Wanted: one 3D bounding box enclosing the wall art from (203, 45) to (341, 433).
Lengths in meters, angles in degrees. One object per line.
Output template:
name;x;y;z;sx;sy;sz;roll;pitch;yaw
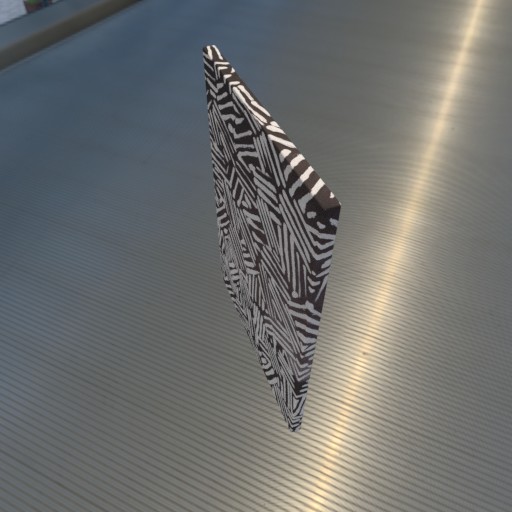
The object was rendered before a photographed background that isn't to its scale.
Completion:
wall art;0.000;0.000;1.407;0.038;1.017;0.765;-16;49;-14
